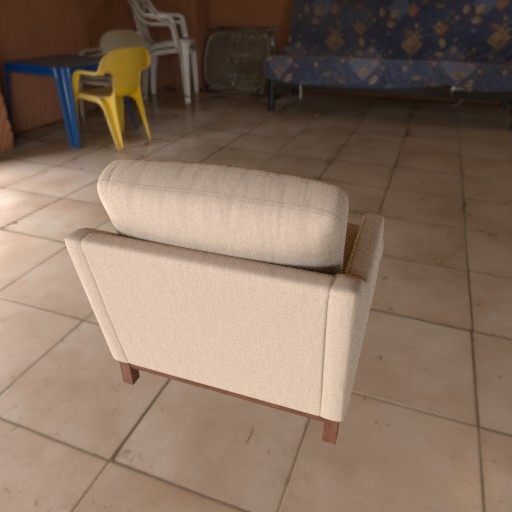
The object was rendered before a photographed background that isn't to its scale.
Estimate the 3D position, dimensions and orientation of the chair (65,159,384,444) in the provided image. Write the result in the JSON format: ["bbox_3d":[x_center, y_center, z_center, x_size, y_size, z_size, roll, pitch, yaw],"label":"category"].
[{"bbox_3d":[0.000,0.000,1.727,0.912,0.916,1.001,10,31,17],"label":"chair"}]
